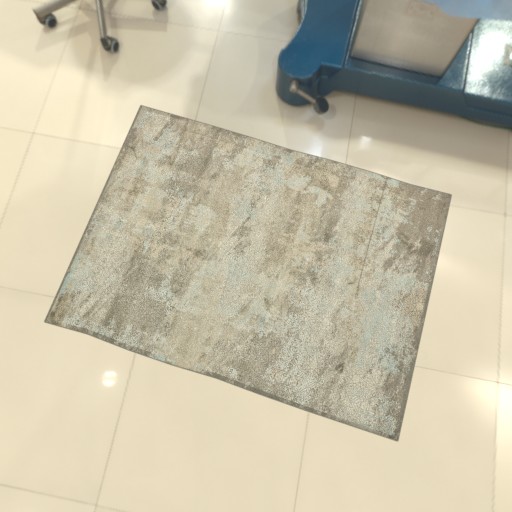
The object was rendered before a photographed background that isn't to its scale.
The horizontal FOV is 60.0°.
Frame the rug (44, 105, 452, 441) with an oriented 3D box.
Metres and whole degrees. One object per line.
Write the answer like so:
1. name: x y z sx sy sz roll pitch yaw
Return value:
1. rug: 0.000 0.000 4.212 3.307 0.013 2.393 17 75 5
